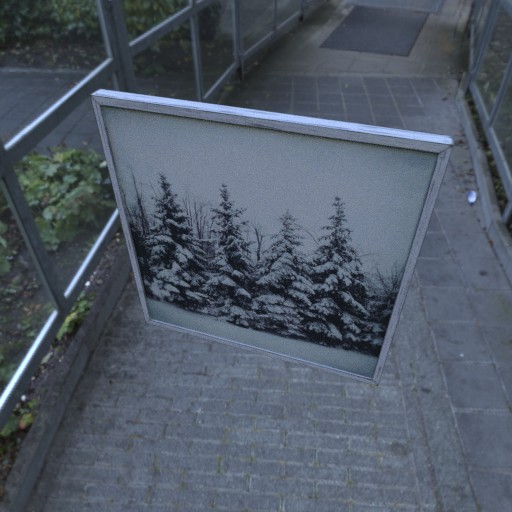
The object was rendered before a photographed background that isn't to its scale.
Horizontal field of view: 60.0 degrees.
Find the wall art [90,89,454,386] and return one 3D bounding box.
[{"bbox_3d":[0.000,0.000,1.147,0.761,0.761,0.037,12,42,14],"label":"wall art"}]
